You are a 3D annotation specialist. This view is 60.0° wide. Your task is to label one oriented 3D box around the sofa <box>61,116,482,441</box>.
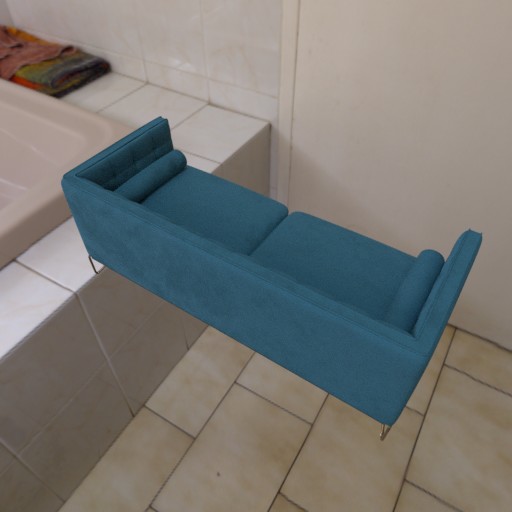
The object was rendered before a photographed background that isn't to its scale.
[{"bbox_3d":[0.000,0.000,2.539,2.087,0.789,0.867,25,51,23],"label":"sofa"}]
